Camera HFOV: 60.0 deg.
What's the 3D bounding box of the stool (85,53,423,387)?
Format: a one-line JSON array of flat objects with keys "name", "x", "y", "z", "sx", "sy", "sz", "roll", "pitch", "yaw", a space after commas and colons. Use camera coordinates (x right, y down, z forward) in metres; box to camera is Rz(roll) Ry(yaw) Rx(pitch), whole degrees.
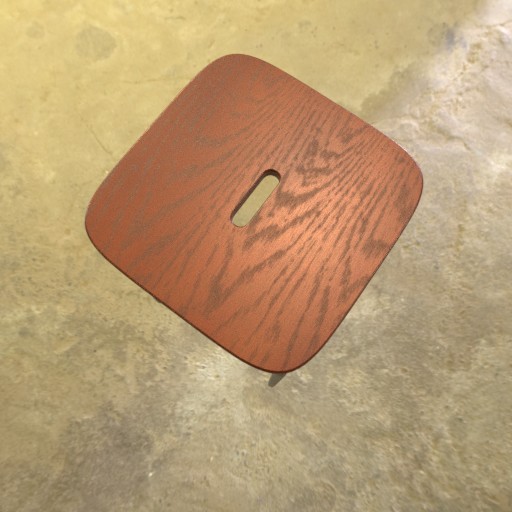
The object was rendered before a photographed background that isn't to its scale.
[{"name": "stool", "x": 0.000, "y": 0.000, "z": 0.872, "sx": 0.376, "sy": 0.610, "sz": 0.376, "roll": 35, "pitch": 78, "yaw": 8}]
